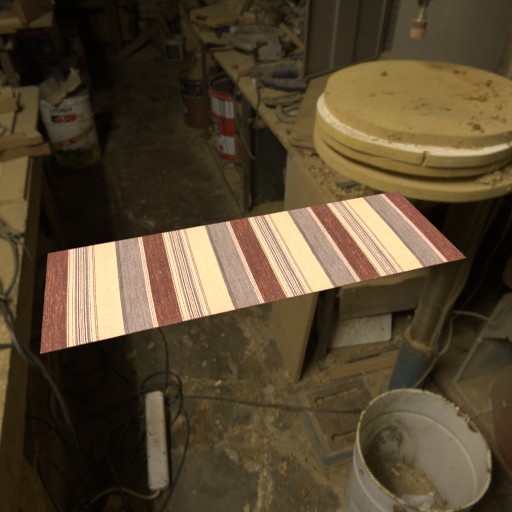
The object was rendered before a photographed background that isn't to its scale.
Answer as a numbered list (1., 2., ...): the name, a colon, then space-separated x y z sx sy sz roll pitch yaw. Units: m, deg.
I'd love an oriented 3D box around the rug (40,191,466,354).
1. rug: 0.000 0.000 2.718 2.437 0.006 0.792 -11 42 -13
